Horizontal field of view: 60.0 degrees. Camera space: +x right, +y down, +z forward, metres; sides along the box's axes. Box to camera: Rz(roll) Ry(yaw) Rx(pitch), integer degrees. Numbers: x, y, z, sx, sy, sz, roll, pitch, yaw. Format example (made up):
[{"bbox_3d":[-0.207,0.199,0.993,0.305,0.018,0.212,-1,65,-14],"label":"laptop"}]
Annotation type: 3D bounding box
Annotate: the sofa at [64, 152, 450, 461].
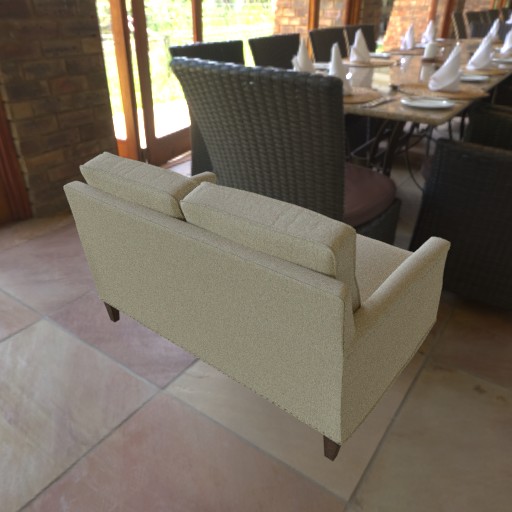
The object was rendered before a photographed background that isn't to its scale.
[{"bbox_3d":[0.000,0.000,2.224,1.597,1.003,1.084,21,36,33],"label":"sofa"}]
